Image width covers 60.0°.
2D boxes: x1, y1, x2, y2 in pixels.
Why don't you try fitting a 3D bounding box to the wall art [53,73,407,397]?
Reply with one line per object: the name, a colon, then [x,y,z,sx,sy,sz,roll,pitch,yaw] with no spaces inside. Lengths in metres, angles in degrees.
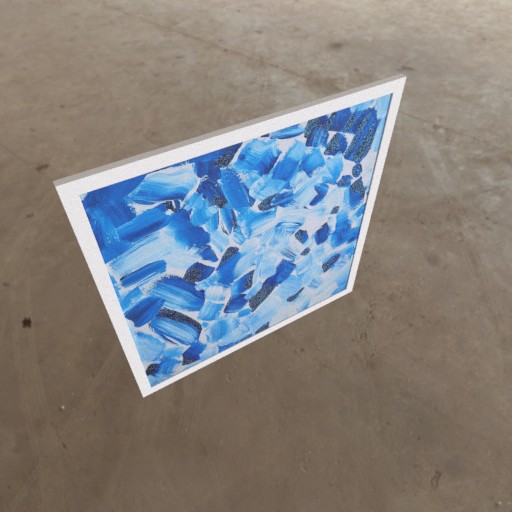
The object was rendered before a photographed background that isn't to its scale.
wall art: [0.000,0.000,0.979,0.660,0.660,0.015,-23,51,-20]
